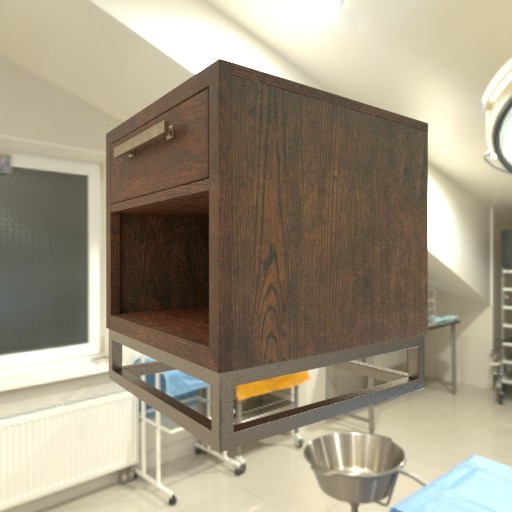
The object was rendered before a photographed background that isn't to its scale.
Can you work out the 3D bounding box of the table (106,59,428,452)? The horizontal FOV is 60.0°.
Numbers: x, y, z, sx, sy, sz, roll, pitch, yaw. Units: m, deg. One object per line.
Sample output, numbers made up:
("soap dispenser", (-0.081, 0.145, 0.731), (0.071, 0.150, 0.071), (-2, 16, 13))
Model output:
("table", (0.000, 0.000, 1.005), (0.566, 0.582, 0.506), (0, 0, -37))
